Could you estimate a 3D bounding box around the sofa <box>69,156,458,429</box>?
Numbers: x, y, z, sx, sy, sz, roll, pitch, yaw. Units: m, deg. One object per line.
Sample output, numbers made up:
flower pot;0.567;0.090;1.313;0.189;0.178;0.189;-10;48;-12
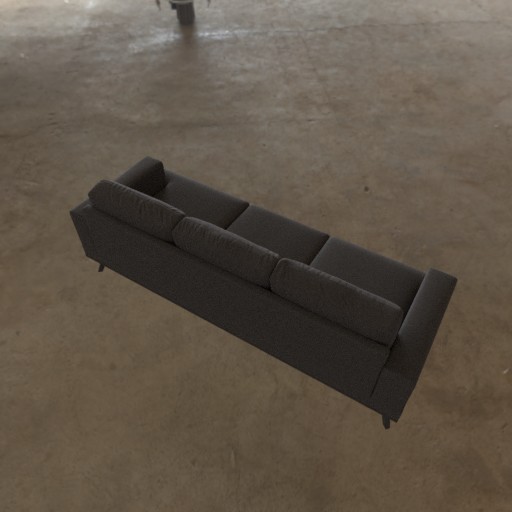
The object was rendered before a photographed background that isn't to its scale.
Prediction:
sofa;0.000;0.000;2.835;2.310;0.810;0.920;24;51;21
